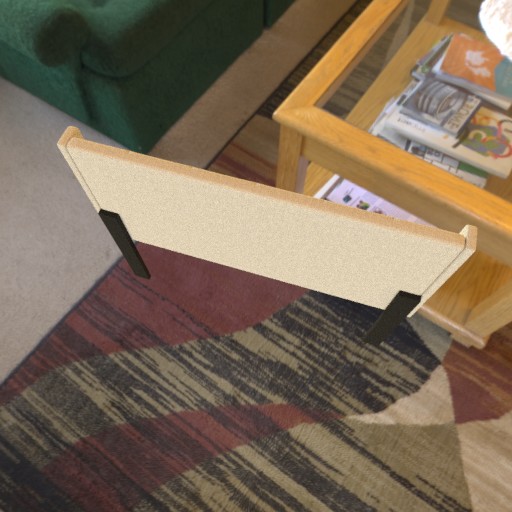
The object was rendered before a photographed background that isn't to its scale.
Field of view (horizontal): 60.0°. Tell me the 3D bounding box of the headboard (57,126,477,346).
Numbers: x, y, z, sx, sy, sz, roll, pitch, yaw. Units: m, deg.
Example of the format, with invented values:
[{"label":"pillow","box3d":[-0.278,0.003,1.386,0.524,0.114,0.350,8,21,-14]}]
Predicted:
[{"label":"headboard","box3d":[0.000,0.000,2.782,2.051,1.524,0.184,15,65,7]}]
